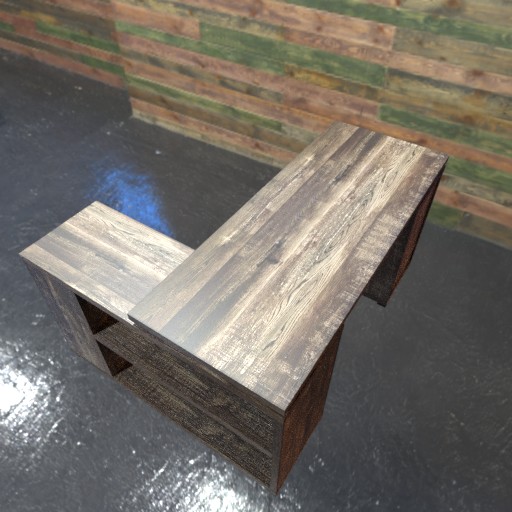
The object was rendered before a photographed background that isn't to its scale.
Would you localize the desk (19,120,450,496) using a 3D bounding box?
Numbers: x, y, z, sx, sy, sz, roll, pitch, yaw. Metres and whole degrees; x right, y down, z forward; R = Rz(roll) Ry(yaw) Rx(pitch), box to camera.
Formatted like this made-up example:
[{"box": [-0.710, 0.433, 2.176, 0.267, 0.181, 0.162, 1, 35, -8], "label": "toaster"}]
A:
[{"box": [0.000, 0.000, 2.162, 1.200, 0.753, 1.524, 25, 51, 23], "label": "desk"}]
